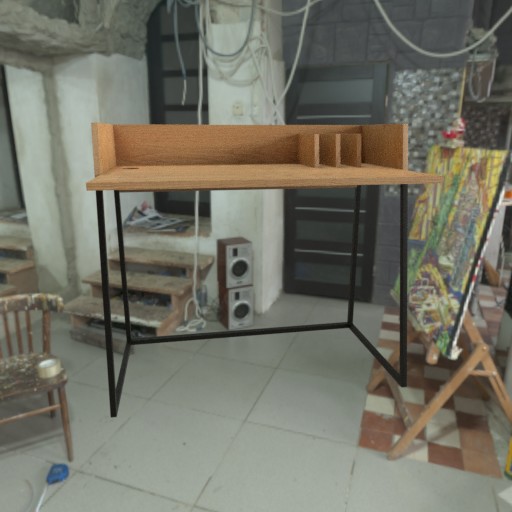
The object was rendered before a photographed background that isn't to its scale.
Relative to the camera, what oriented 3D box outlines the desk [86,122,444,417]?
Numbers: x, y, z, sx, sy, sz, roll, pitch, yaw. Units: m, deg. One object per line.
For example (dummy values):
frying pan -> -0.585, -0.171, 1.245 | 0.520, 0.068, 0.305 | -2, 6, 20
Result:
desk -> 0.000, 0.000, 1.851 | 1.191, 1.061, 0.769 | -3, 16, -10
